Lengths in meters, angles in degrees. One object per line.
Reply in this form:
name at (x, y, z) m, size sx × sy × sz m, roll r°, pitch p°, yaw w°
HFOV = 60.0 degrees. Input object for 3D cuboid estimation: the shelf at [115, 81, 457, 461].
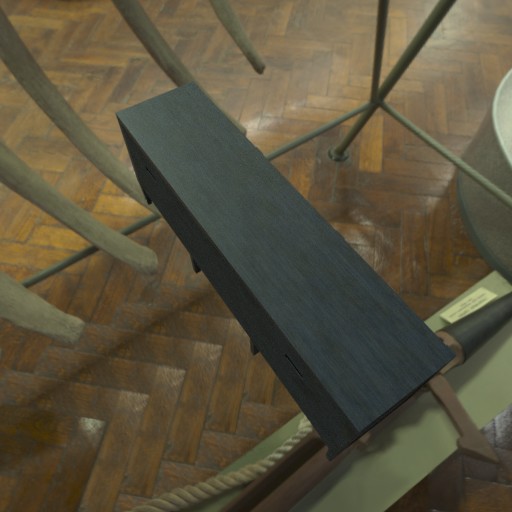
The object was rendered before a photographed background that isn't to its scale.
shelf at (0.000, 0.000, 2.228) m, size 0.471 × 0.715 × 1.878 m, roll -30°, pitch 62°, yaw -18°
